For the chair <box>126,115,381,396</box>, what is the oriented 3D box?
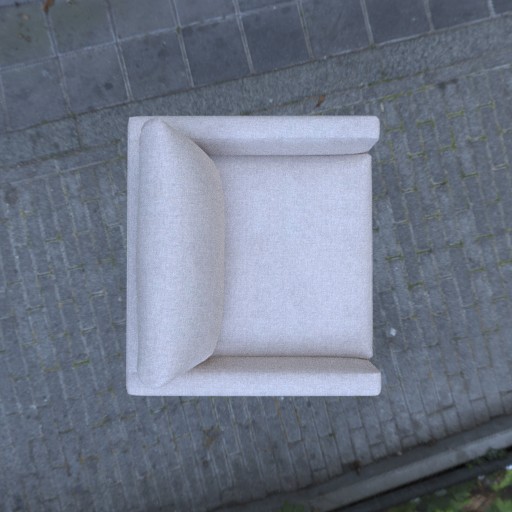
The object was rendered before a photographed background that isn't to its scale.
[{"bbox_3d":[0.000,0.000,1.663,0.866,0.861,0.963,0,89,0],"label":"chair"}]
